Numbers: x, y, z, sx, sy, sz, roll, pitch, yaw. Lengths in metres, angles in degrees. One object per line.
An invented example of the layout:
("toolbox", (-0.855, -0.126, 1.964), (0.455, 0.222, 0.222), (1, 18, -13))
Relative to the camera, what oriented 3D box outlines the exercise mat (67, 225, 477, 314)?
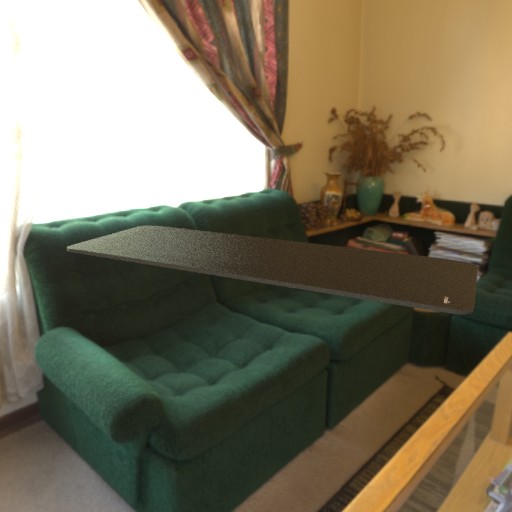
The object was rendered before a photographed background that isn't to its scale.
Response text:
("exercise mat", (0.000, 0.000, 2.080), (1.869, 0.021, 0.616), (8, 17, 25))
